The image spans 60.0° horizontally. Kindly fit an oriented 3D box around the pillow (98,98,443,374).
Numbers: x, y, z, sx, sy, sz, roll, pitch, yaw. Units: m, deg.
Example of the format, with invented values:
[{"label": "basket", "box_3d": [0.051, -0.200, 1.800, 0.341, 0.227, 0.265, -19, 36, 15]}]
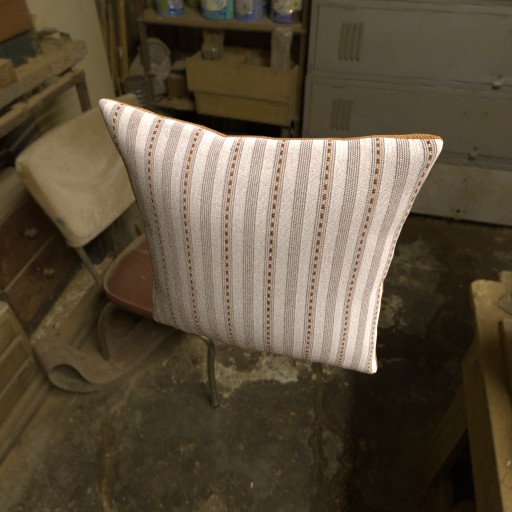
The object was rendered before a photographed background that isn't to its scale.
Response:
[{"label": "pillow", "box_3d": [0.000, 0.000, 0.667, 0.432, 0.437, 0.147, 11, 42, 12]}]
